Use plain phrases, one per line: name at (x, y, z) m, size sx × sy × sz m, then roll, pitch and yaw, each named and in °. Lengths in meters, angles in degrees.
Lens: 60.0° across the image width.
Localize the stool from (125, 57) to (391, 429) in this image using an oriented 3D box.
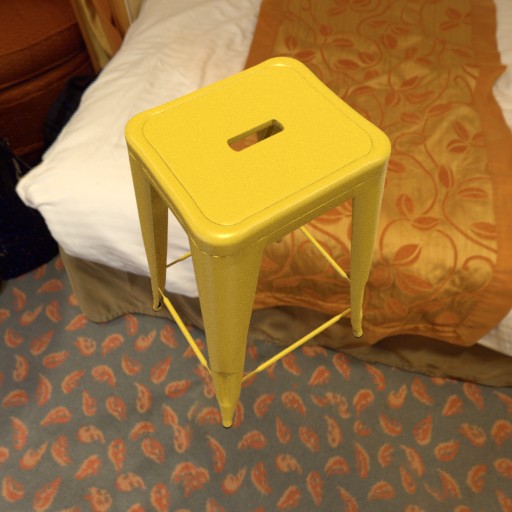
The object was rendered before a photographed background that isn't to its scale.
stool at (0.000, 0.000, 0.842) m, size 0.399 × 0.609 × 0.359 m, roll -30°, pitch 63°, yaw -17°
